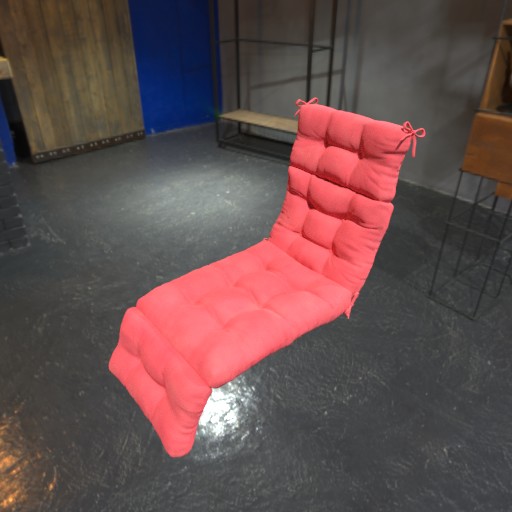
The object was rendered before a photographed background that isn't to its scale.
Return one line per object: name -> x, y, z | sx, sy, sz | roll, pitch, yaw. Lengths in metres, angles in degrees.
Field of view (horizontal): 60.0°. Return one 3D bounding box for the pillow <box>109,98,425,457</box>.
pillow -> 0.000, 0.000, 1.525 | 1.016, 0.863, 0.526 | -23, 38, -32
